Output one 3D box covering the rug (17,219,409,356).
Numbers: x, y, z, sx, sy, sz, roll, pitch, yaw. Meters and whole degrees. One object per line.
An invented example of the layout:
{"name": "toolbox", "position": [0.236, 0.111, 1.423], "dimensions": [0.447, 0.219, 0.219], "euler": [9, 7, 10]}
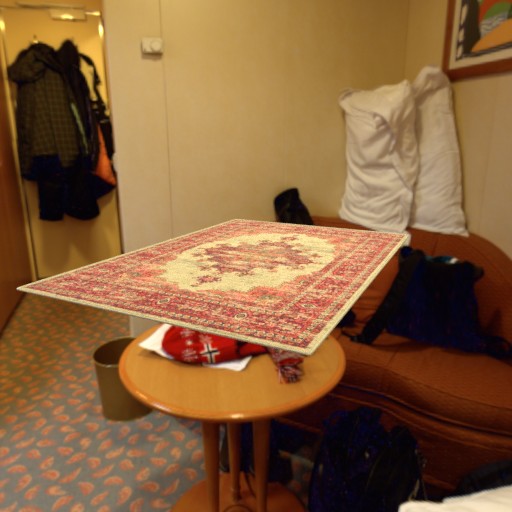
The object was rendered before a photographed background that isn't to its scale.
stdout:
{"name": "rug", "position": [0.000, 0.000, 3.645], "dimensions": [2.005, 0.014, 2.878], "euler": [7, 16, 26]}
